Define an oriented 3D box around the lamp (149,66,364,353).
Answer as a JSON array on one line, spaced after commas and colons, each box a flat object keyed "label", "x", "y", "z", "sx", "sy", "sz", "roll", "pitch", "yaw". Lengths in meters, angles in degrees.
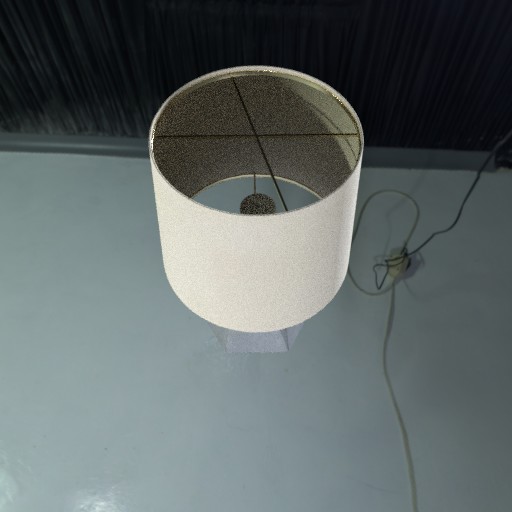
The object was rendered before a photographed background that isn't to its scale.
[{"label": "lamp", "x": 0.000, "y": 0.000, "z": 0.687, "sx": 0.276, "sy": 0.501, "sz": 0.276, "roll": 0, "pitch": 58, "yaw": 0}]
